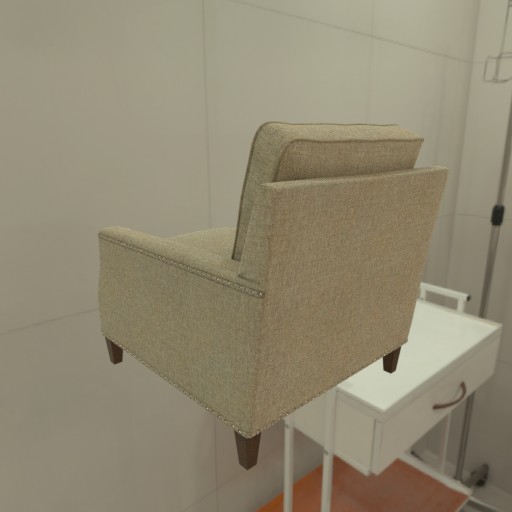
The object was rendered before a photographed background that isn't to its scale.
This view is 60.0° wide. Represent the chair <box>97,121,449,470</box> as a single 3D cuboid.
[{"bbox_3d":[0.000,0.000,1.656,0.853,0.943,1.014,-14,21,-41],"label":"chair"}]
